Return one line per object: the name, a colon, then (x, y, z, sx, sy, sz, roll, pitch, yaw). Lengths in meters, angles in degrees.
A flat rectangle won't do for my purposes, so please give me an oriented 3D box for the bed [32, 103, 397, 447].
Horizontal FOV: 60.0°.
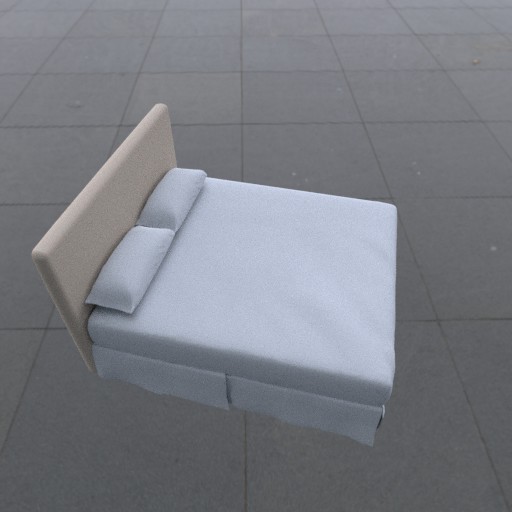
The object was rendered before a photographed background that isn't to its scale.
bed: (0.000, 0.000, 3.302, 2.142, 1.330, 1.884, 10, 46, 9)
